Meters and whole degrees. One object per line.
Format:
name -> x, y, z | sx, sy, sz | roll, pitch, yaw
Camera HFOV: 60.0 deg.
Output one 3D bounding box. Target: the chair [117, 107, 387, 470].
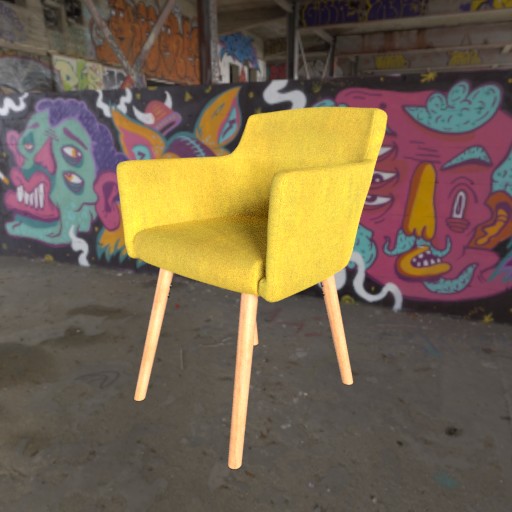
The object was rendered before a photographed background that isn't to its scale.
chair -> 0.000, 0.000, 1.188 | 0.570, 0.780, 0.570 | 13, 20, 41
